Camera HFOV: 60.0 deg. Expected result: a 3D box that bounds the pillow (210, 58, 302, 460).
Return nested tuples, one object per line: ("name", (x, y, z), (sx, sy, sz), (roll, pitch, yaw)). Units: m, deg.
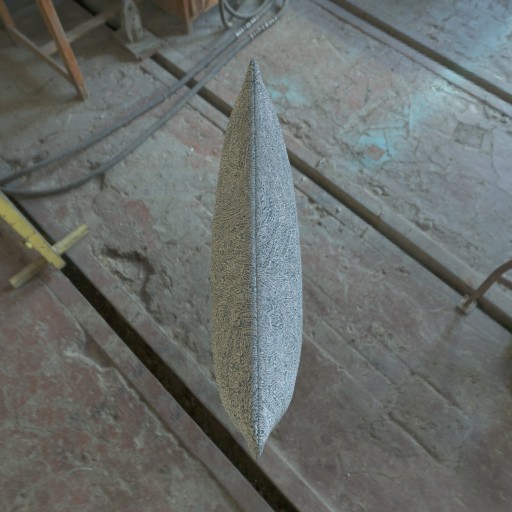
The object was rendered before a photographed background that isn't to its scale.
("pillow", (0.000, 0.000, 0.749), (0.151, 0.295, 0.615), (-1, 63, 0))
